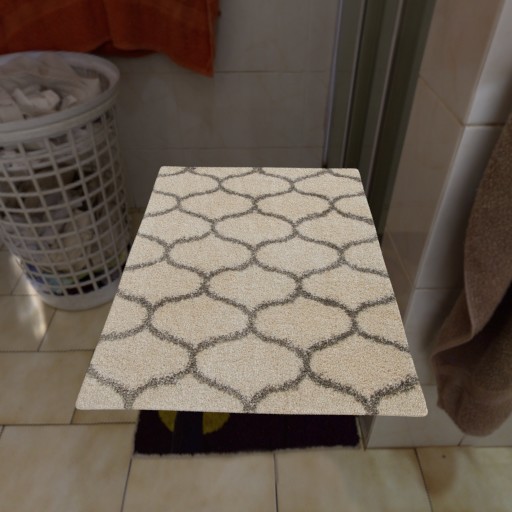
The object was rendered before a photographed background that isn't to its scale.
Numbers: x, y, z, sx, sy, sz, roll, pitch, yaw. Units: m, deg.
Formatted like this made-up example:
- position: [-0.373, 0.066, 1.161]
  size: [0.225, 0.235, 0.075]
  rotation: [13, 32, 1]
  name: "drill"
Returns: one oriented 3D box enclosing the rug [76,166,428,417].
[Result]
- position: [0.000, 0.000, 2.096]
  size: [1.200, 0.025, 1.600]
  rotation: [1, 41, 1]
  name: "rug"
